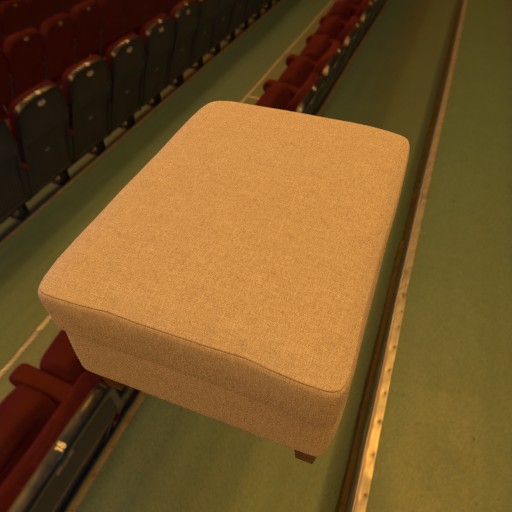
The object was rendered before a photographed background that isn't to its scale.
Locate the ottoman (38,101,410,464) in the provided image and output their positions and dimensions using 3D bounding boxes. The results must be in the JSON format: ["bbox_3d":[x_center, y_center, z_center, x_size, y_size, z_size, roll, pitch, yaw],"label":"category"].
[{"bbox_3d":[0.000,0.000,1.257,0.677,0.519,0.898,15,48,14],"label":"ottoman"}]
